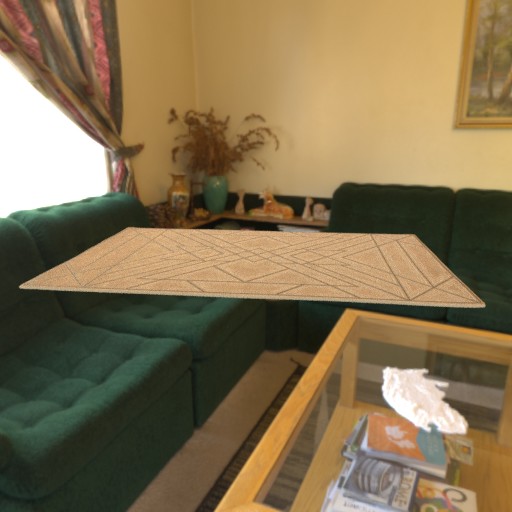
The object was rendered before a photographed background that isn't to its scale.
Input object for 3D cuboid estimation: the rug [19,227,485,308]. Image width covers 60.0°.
[{"bbox_3d":[0.000,0.000,3.052,2.459,0.023,1.575,2,16,6],"label":"rug"}]
